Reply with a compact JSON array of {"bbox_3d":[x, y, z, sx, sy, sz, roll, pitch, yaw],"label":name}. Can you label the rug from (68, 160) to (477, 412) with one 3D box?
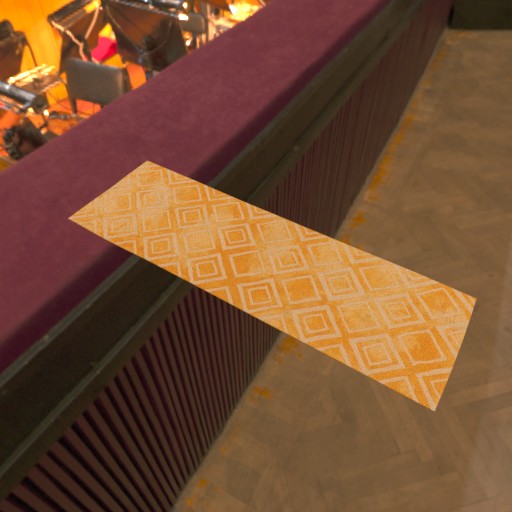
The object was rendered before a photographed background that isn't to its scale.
[{"bbox_3d":[0.000,0.000,2.689,2.438,0.010,0.775,25,52,21],"label":"rug"}]
